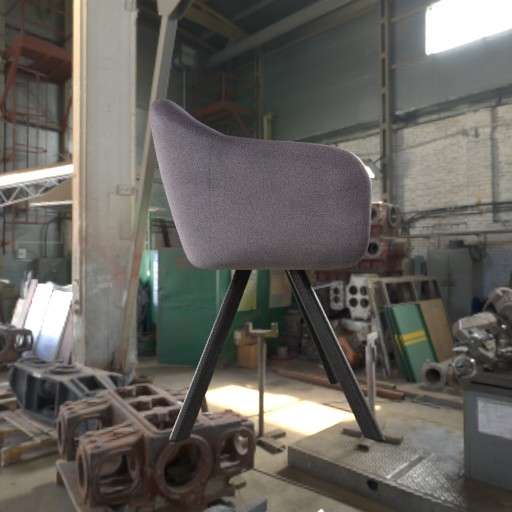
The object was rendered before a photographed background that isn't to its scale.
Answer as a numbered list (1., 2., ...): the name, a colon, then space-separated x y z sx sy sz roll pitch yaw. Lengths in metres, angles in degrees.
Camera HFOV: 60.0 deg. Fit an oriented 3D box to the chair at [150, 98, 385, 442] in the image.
1. chair: 0.000 0.000 1.165 0.540 0.780 0.570 0 -1 0
